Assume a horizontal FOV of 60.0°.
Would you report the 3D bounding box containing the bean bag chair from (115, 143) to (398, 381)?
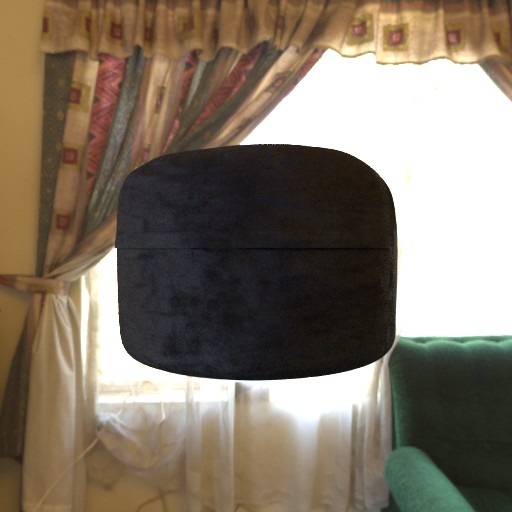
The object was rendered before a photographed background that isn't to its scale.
[{"bbox_3d":[0.000,0.000,1.503,0.918,0.616,0.918,0,1,0],"label":"bean bag chair"}]
